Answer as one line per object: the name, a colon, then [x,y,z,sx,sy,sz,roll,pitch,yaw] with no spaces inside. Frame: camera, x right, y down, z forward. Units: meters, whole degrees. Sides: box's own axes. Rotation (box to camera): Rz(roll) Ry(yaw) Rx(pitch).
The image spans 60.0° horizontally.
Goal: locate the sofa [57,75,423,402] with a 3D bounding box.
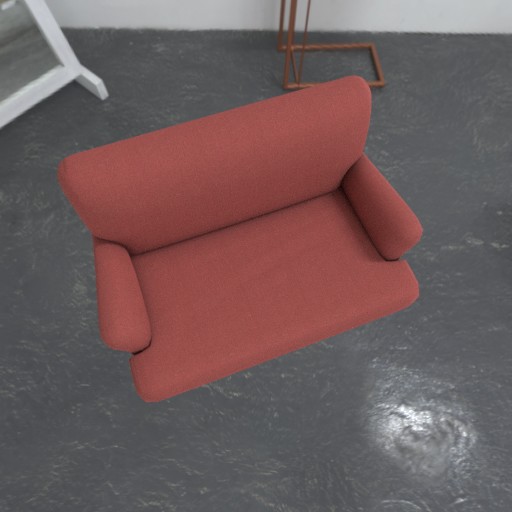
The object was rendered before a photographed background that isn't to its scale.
sofa: [0.000,0.000,1.831,1.297,0.889,0.779,-19,66,-9]
